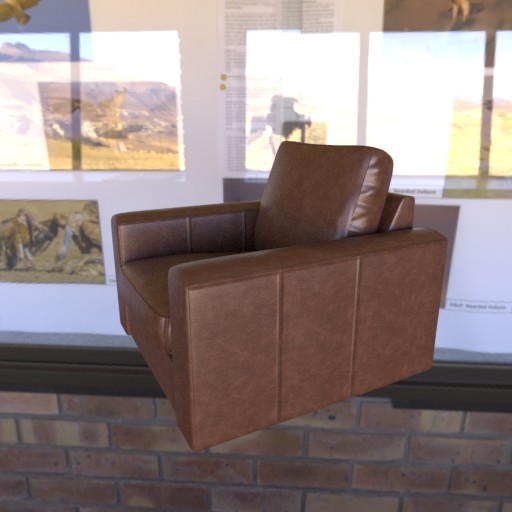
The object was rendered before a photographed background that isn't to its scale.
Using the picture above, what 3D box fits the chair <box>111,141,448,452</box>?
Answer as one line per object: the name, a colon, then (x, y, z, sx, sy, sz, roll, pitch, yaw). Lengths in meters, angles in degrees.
chair: (0.000, 0.000, 1.787, 1.016, 0.873, 1.005, -9, 19, -27)
